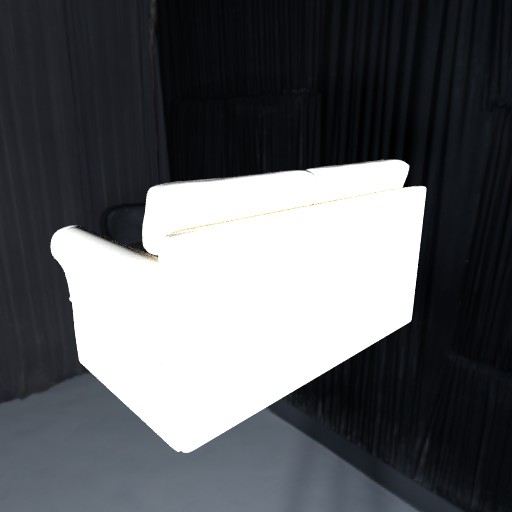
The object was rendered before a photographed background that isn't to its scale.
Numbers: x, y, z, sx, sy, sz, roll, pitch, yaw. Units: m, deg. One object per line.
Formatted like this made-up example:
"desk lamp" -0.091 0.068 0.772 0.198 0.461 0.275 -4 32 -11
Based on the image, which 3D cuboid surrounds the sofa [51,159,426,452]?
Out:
"sofa" 0.000 0.000 2.310 1.727 0.940 0.991 -15 23 -41
